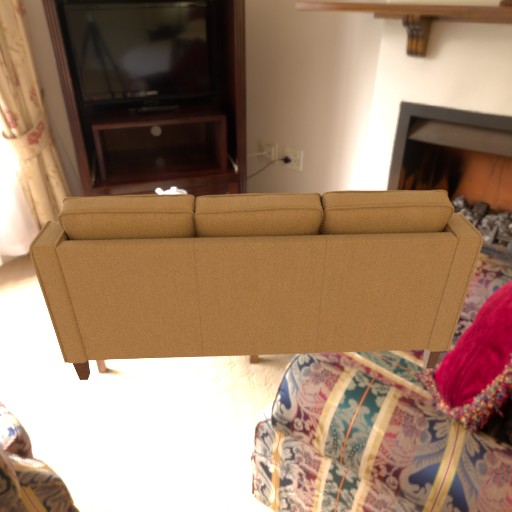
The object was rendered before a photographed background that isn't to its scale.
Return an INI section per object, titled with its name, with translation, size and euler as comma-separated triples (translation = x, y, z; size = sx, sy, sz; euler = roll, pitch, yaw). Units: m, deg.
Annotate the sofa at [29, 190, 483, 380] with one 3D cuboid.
[sofa]
translation = 0.000, 0.000, 2.482
size = 1.986, 0.974, 0.911
euler = -1, 31, -2
